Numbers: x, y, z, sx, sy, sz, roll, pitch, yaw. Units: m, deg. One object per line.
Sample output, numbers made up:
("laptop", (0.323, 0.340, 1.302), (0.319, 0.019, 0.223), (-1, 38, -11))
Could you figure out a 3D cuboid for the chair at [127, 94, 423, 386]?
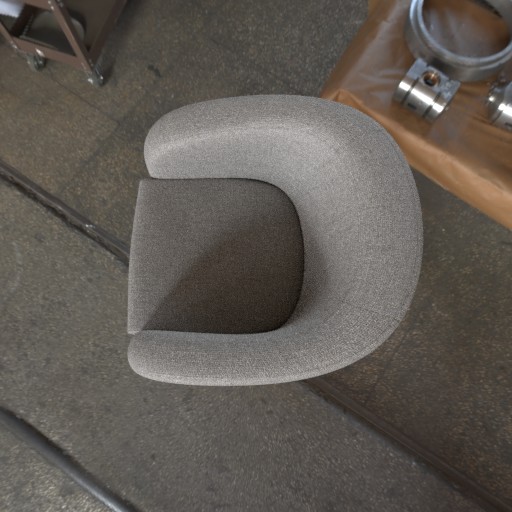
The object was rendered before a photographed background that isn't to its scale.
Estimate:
("chair", (0.000, 0.000, 1.431), (0.815, 0.771, 0.791), (1, 75, 0))
